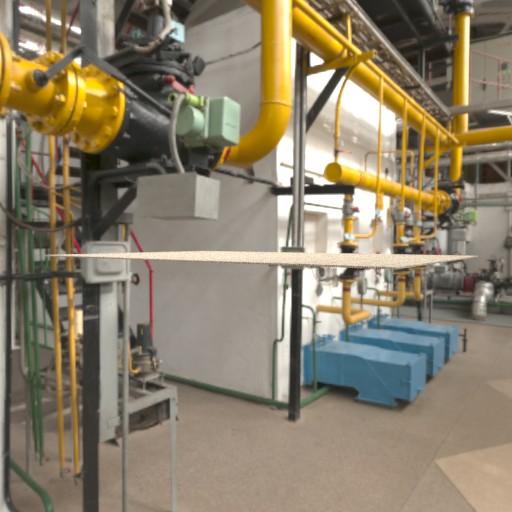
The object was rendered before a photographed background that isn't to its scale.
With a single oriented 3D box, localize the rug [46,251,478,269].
[{"bbox_3d":[0.000,0.000,2.143,1.752,0.006,1.142,1,2,36],"label":"rug"}]
